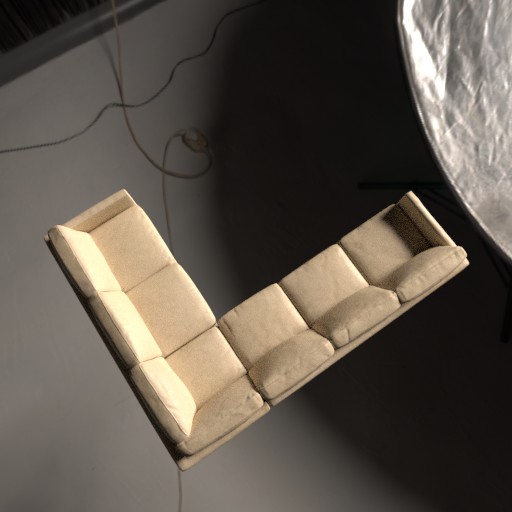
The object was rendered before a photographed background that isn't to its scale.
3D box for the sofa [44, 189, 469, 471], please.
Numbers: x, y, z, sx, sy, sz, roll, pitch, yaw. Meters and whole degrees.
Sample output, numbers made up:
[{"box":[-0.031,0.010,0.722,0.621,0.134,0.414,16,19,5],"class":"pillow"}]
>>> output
[{"box":[0.000,0.000,4.491,3.302,0.947,2.593,-33,78,-8],"class":"sofa"}]
